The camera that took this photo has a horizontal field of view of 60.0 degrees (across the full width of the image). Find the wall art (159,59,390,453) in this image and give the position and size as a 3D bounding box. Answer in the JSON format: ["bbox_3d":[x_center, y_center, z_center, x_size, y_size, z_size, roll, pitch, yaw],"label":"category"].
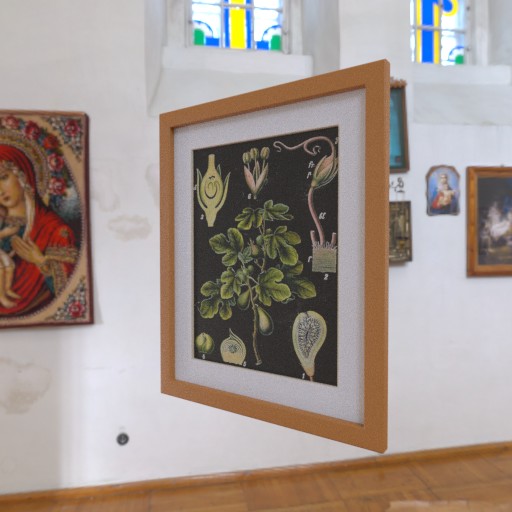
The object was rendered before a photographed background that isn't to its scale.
[{"bbox_3d":[0.000,0.000,0.757,0.452,0.553,0.022,1,2,35],"label":"wall art"}]
